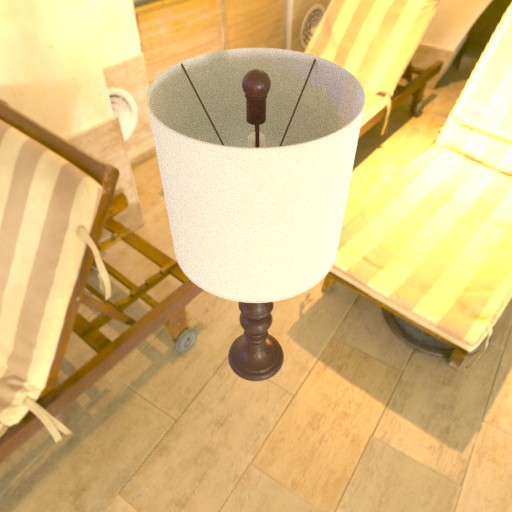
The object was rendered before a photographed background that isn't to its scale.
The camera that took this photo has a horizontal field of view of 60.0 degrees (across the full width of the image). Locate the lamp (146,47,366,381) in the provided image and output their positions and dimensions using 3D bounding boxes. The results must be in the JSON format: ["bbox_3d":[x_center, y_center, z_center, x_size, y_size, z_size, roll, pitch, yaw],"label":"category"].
[{"bbox_3d":[0.000,0.000,0.710,0.250,0.597,0.250,30,53,26],"label":"lamp"}]
